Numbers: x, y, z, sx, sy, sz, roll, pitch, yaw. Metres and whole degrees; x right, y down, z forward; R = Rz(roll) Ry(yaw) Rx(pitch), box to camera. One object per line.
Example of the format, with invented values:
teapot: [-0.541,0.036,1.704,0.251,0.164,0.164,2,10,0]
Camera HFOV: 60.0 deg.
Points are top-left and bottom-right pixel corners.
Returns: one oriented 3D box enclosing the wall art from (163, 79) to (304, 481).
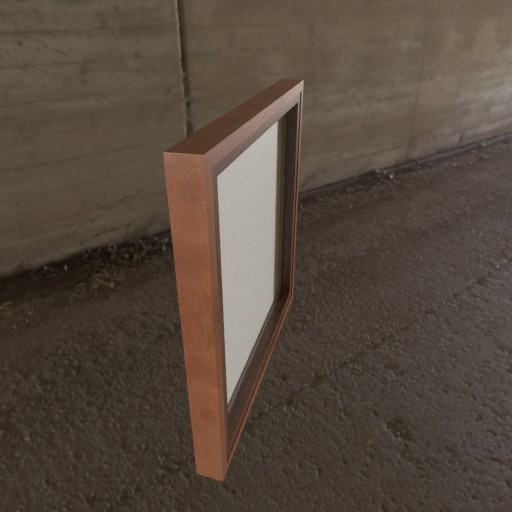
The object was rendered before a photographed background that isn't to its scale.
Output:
wall art: [0.000,0.000,0.610,0.035,0.403,0.403,8,31,14]
